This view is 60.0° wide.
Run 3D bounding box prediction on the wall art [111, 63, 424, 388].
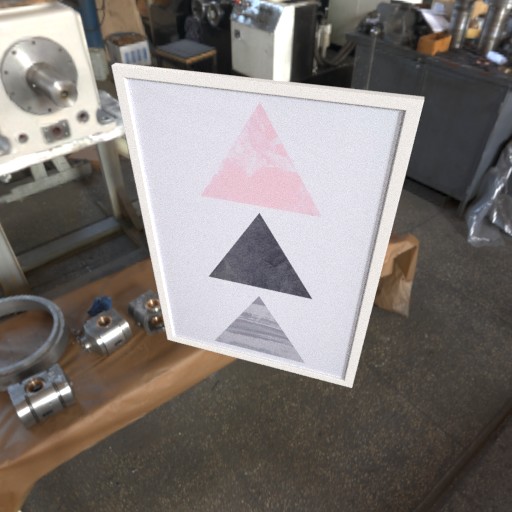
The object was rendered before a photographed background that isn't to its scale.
[{"bbox_3d":[0.000,0.000,0.839,0.456,0.656,0.013,12,42,13],"label":"wall art"}]
